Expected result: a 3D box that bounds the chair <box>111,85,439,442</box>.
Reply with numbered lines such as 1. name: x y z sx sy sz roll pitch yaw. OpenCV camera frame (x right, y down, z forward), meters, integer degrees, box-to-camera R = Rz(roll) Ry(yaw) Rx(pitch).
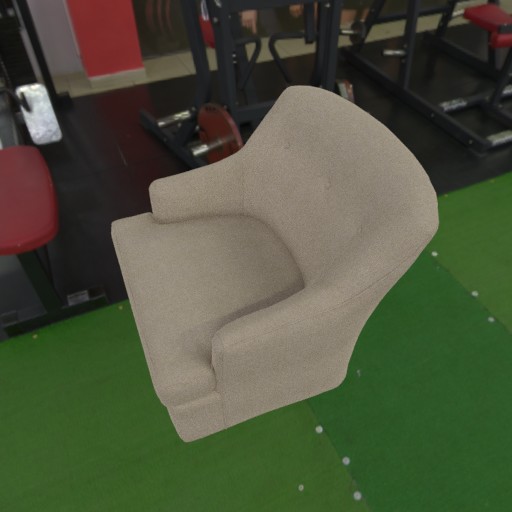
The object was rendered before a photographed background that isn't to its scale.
1. chair: 0.000 0.000 1.587 0.923 0.856 0.864 -17 49 -15
